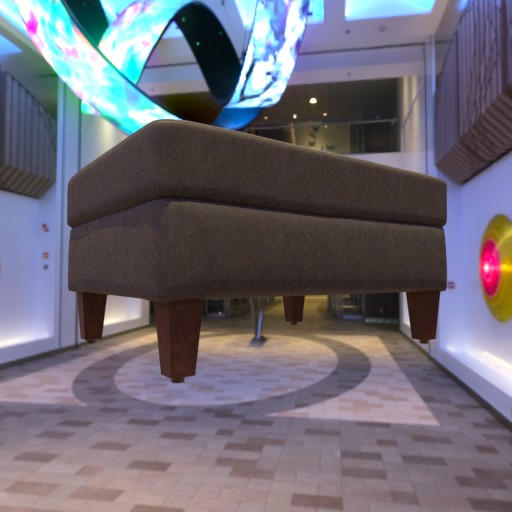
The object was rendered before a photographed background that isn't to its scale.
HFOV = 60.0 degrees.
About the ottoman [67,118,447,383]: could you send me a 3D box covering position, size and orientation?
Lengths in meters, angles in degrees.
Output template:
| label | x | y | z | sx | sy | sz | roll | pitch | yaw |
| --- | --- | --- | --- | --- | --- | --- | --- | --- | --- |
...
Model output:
| label | x | y | z | sx | sy | sz | roll | pitch | yaw |
| --- | --- | --- | --- | --- | --- | --- | --- | --- | --- |
| ottoman | 0.000 | 0.000 | 1.190 | 0.839 | 0.464 | 0.639 | 2 | -3 | -36 |
